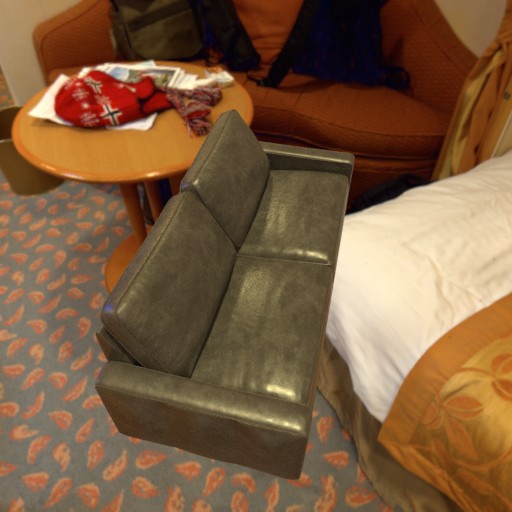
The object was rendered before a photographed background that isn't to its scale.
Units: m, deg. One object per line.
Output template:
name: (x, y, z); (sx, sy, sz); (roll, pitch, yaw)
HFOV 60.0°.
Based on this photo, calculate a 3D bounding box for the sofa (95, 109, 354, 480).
sofa: (0.000, 0.000, 2.586); (0.939, 0.916, 2.081); (10, 47, 10)
